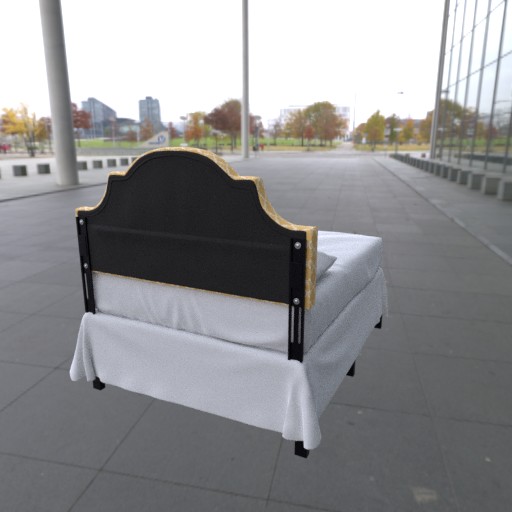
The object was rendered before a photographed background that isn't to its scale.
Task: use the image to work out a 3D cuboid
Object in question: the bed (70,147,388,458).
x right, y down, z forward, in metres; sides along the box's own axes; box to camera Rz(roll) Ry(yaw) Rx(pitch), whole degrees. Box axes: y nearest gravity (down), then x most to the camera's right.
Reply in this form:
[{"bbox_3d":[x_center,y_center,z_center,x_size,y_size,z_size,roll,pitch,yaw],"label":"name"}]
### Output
[{"bbox_3d":[0.000,0.000,3.384,1.780,1.633,2.222,7,16,26],"label":"bed"}]
